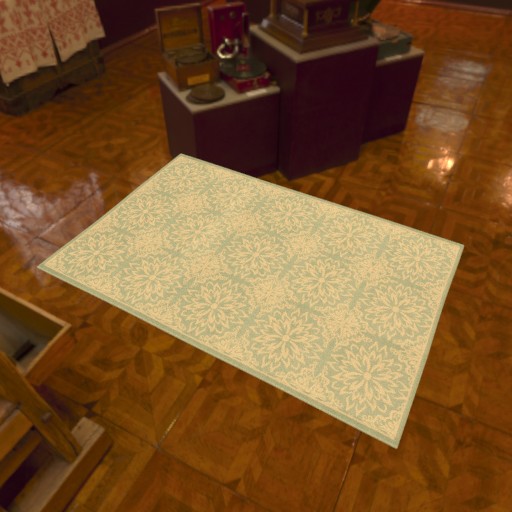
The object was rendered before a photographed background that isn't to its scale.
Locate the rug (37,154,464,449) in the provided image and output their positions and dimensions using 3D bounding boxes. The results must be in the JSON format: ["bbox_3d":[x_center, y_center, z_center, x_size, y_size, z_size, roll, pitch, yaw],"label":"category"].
[{"bbox_3d":[0.000,0.000,3.404,2.746,0.018,1.819,22,48,20],"label":"rug"}]
